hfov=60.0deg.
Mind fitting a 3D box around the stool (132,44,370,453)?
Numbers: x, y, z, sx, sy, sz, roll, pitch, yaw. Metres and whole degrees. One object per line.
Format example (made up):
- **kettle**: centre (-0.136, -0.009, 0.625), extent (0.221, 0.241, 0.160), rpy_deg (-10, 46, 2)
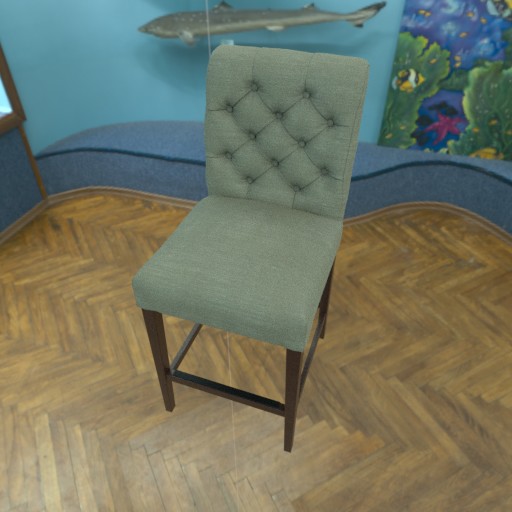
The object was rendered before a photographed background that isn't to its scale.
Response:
- **stool**: centre (0.000, 0.000, 1.409), extent (0.486, 1.084, 0.660), rpy_deg (13, 42, 15)
